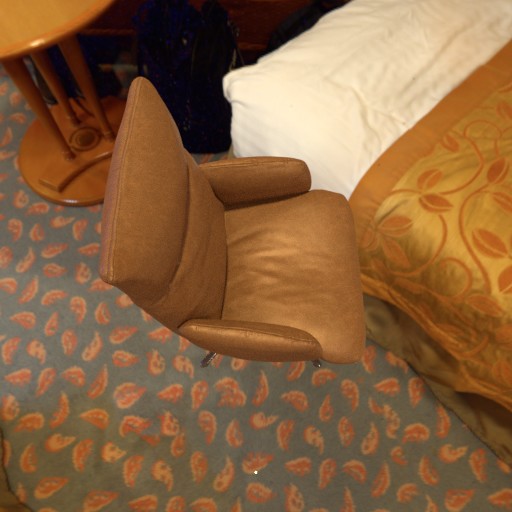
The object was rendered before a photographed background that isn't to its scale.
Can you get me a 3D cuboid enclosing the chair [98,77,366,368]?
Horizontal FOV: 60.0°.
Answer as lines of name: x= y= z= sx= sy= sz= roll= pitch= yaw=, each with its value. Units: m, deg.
chair: x=0.000 y=0.000 z=1.538 sx=0.794 sy=1.027 sz=0.711 roll=0 pitch=64 yaw=0
